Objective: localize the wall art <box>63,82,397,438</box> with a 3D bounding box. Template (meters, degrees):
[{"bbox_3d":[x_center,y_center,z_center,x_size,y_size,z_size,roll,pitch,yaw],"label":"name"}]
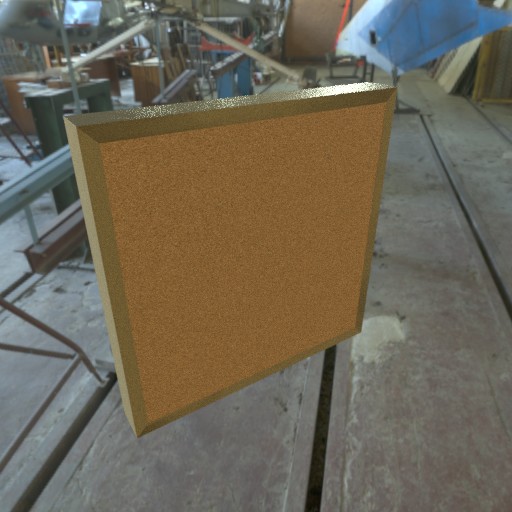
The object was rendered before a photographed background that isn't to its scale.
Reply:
[{"bbox_3d":[0.000,0.000,0.450,0.304,0.305,0.038,-17,34,-28],"label":"wall art"}]
